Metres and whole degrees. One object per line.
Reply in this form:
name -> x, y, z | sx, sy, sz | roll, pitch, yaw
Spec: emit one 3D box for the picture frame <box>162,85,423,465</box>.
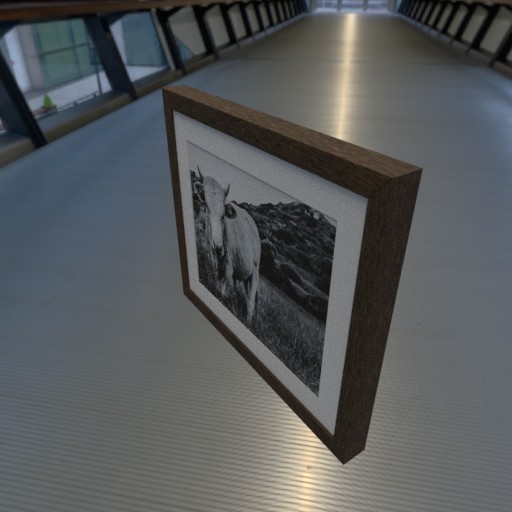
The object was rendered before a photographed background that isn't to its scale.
picture frame -> 0.000, 0.000, 0.534 | 0.033, 0.330, 0.378 | -20, 37, -29
